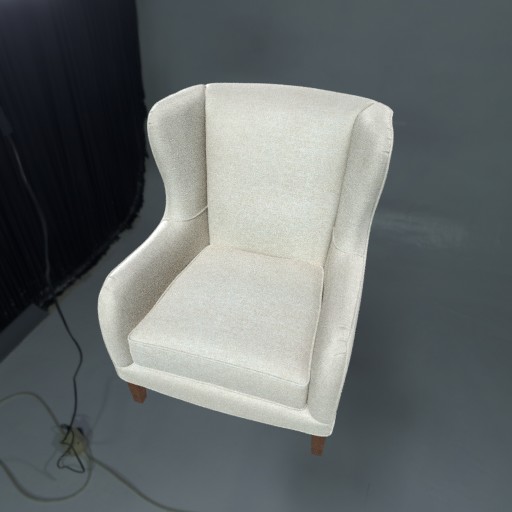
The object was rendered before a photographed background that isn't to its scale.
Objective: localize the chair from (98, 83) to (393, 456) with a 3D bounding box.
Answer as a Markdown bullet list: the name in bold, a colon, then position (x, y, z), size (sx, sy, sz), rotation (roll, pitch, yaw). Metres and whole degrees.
- **chair**: position (0.000, 0.000, 1.702), size (0.838, 1.040, 0.966), rotation (11, 39, 14)
